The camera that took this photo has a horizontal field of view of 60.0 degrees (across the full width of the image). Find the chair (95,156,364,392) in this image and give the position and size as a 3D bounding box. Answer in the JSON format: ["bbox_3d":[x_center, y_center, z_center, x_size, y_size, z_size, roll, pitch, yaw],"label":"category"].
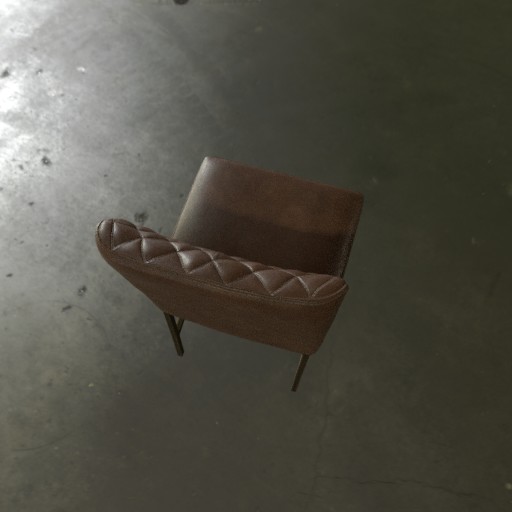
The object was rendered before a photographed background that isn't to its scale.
[{"bbox_3d":[0.000,0.000,1.233,0.508,0.889,0.587,15,64,8],"label":"chair"}]
